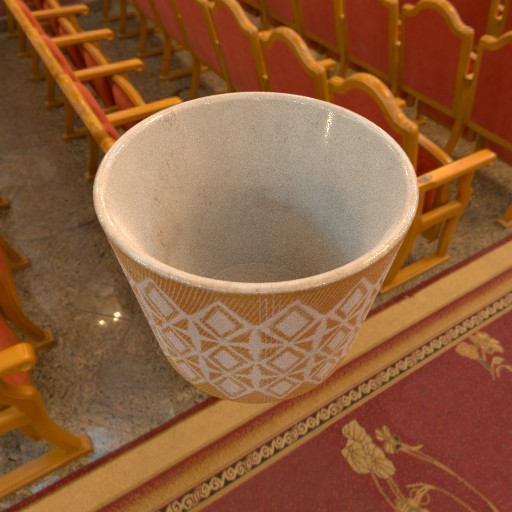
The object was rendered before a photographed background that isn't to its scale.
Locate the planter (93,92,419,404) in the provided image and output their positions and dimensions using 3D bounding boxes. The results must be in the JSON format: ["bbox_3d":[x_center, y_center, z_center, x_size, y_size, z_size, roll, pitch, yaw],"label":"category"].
[{"bbox_3d":[0.000,0.000,0.215,0.126,0.104,0.126,0,47,0],"label":"planter"}]
